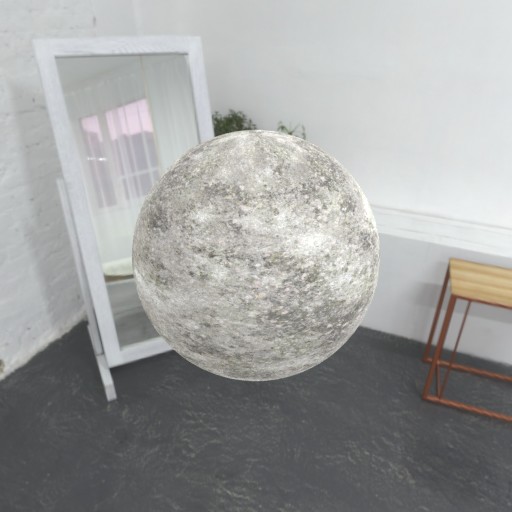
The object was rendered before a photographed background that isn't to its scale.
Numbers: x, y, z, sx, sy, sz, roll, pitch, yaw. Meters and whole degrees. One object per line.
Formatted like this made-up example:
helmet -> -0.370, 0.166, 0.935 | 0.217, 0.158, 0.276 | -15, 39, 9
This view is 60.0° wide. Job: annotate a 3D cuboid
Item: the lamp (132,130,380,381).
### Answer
lamp -> 0.000, 0.000, 0.782 | 0.422, 0.429, 0.422 | 0, 30, 0
